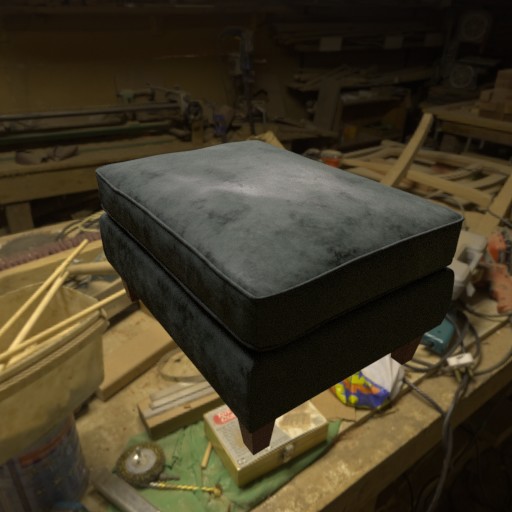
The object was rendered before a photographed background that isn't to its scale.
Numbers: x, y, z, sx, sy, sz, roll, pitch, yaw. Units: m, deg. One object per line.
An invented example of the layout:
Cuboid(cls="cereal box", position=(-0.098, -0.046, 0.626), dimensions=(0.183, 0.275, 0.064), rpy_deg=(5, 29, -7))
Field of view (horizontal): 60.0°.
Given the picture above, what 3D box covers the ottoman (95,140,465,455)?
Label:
Cuboid(cls="ottoman", position=(0.000, 0.000, 1.257), dimensions=(0.632, 0.495, 0.864), rpy_deg=(-19, 34, -30))
